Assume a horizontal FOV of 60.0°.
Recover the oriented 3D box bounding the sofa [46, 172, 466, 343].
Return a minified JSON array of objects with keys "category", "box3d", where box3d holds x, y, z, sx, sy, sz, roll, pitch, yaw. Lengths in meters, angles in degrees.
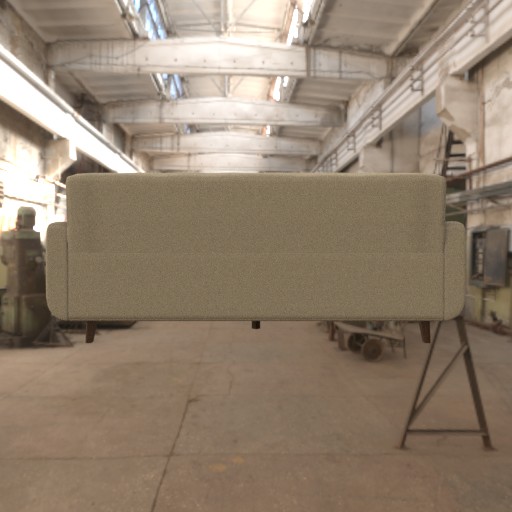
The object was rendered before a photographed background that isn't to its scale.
[{"category":"sofa","box3d":[0.000,0.000,2.678,2.137,0.892,0.980,0,1,0]}]
